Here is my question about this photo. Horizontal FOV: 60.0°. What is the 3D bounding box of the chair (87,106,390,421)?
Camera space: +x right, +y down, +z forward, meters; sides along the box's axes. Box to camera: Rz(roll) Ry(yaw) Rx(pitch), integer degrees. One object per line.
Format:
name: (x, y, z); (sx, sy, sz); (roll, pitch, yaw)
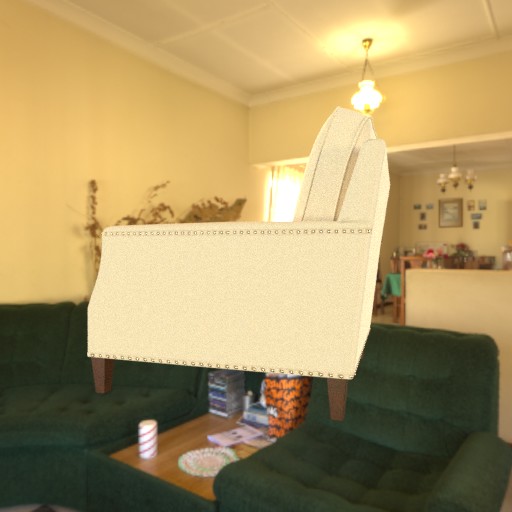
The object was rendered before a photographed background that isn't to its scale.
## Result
chair: (0.000, 0.000, 1.775); (1.014, 0.943, 0.853); (0, 1, 18)
